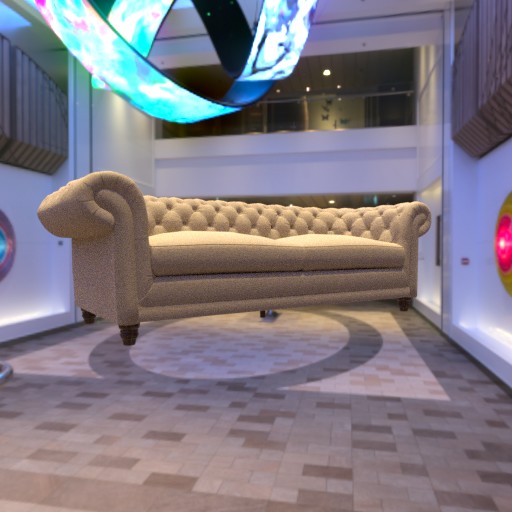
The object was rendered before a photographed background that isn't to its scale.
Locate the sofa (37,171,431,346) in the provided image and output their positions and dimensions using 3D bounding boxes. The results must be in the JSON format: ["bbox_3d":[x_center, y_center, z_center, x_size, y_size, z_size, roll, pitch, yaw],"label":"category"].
[{"bbox_3d":[0.000,0.000,3.120,2.694,0.847,1.076,-1,1,-34],"label":"sofa"}]
